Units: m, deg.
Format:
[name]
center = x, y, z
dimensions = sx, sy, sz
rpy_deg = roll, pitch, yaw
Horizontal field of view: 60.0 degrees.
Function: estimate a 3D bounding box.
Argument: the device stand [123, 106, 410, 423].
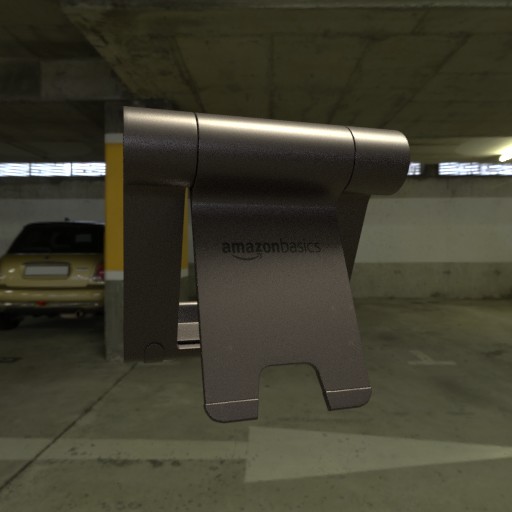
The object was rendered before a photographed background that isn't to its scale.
[device stand]
center = 0.000, 0.000, 0.154
dimensions = 0.088, 0.084, 0.079
rpy_deg = 0, 1, -17
